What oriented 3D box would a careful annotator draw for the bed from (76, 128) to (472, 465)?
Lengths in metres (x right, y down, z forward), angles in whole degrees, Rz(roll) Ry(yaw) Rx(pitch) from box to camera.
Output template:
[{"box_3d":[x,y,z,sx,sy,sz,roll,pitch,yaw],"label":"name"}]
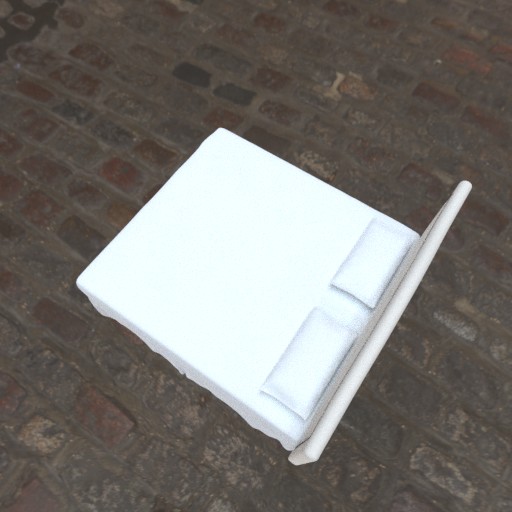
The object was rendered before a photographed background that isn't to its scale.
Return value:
[{"box_3d":[0.000,0.000,3.440,2.182,1.421,2.083,32,68,14],"label":"bed"}]
